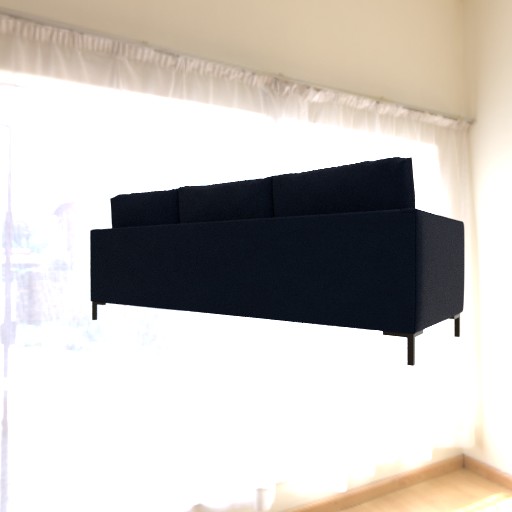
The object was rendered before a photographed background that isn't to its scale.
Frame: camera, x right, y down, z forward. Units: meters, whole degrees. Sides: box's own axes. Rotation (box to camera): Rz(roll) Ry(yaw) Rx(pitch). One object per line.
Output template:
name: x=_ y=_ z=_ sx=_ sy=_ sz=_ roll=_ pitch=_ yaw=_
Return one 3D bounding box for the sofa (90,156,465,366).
sofa: x=0.000 y=0.000 z=2.741 sx=2.252 sy=0.879 sz=0.875 roll=0 pitch=0 yaw=37
